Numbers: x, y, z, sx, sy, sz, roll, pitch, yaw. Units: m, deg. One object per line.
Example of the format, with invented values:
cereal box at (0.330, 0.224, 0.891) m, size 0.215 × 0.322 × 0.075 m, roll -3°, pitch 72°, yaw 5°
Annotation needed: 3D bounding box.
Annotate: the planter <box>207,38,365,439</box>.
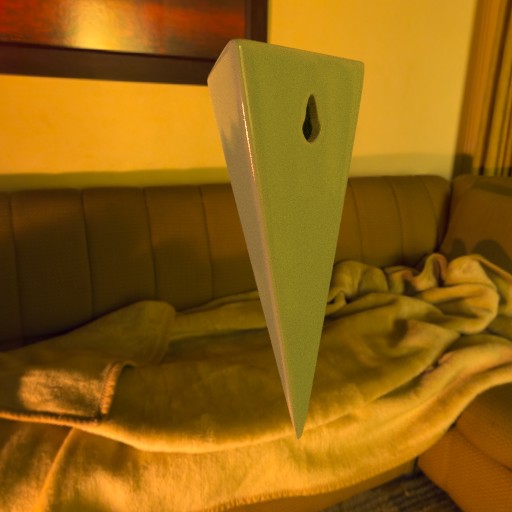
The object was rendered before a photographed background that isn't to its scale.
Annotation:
planter at (0.000, 0.000, 0.218) m, size 0.064 × 0.178 × 0.080 m, roll 15°, pitch 22°, yaw 43°
